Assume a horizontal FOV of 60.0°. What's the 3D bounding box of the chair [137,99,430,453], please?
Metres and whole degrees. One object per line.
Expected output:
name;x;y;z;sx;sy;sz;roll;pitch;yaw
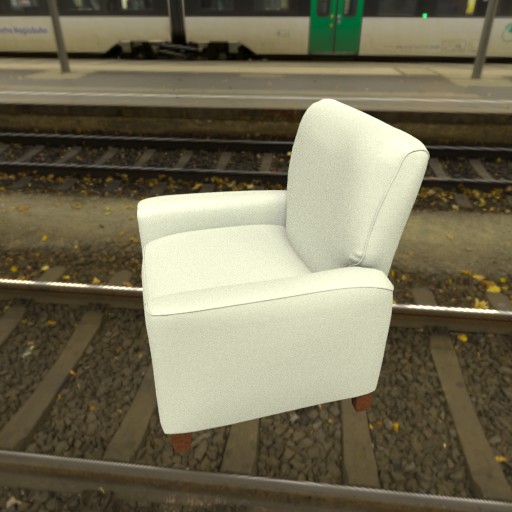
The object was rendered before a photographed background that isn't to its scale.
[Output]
chair;0.000;0.000;1.646;0.846;1.007;0.853;-8;31;-13
